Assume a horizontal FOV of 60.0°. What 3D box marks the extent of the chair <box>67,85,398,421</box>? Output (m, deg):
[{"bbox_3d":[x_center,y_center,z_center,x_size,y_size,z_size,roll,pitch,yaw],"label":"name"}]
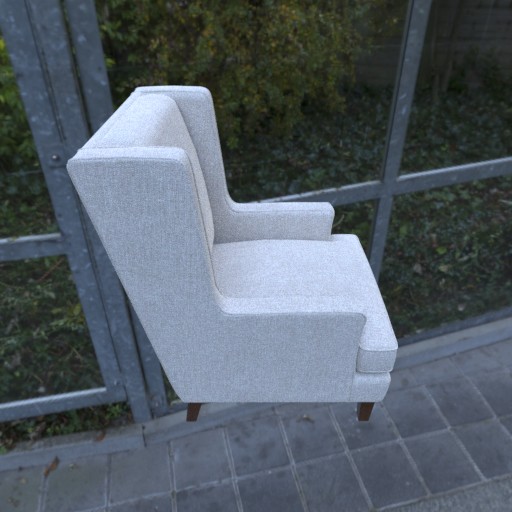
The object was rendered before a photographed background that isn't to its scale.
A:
[{"bbox_3d":[0.000,0.000,1.692,0.948,1.082,0.764,0,34,0],"label":"chair"}]
